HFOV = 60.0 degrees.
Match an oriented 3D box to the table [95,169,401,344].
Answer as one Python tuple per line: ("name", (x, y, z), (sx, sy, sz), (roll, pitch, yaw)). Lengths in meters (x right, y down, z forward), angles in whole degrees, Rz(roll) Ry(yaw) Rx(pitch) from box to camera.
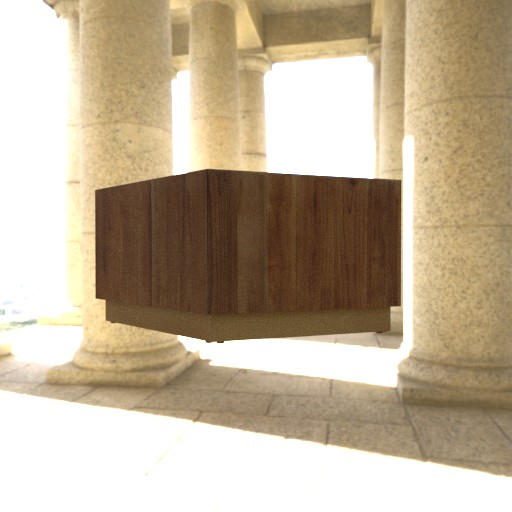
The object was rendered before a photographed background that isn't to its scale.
("table", (0.000, 0.000, 1.692), (1.154, 0.456, 1.000), (0, 1, -18))
